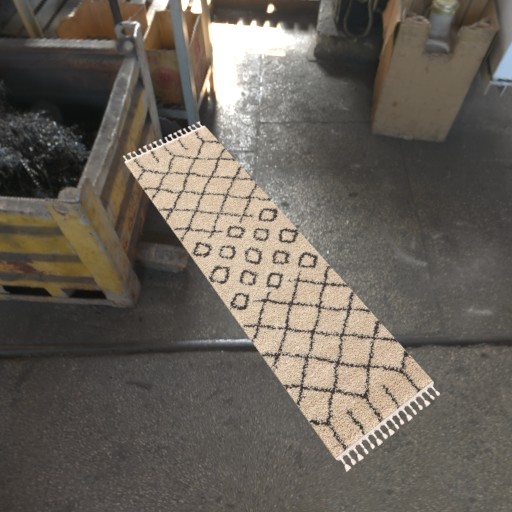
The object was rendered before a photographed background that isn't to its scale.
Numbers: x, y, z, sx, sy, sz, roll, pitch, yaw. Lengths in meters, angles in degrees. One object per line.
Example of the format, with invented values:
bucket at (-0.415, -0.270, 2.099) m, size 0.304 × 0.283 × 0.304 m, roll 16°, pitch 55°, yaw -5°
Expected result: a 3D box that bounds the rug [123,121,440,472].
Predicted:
rug at (0.000, 0.000, 2.720) m, size 0.660 × 0.005 × 2.464 m, roll -30°, pitch 63°, yaw -17°
